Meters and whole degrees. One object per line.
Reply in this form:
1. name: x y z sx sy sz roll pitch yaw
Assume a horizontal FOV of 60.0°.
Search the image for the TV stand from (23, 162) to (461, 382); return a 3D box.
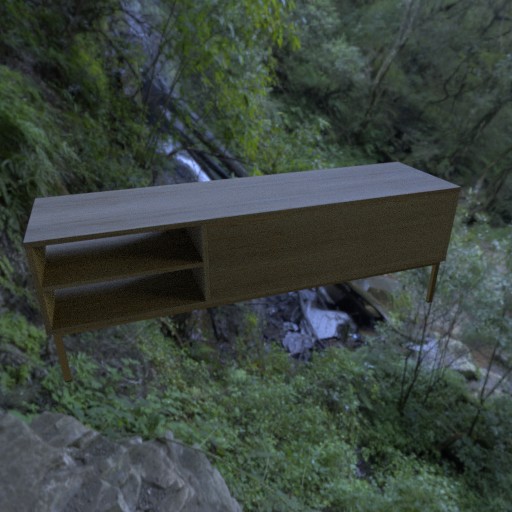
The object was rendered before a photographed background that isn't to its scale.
1. TV stand: 0.000 0.000 1.840 1.600 0.550 0.420 -9 28 -17
